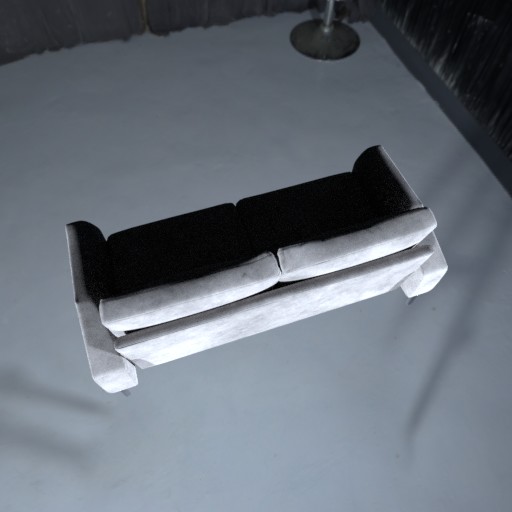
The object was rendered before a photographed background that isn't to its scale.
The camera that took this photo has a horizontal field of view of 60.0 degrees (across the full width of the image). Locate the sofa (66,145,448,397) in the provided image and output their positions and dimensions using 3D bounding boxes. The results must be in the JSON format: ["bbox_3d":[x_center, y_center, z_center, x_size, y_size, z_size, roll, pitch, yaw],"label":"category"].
[{"bbox_3d":[0.000,0.000,2.395,1.837,0.859,0.849,-16,59,-10],"label":"sofa"}]
